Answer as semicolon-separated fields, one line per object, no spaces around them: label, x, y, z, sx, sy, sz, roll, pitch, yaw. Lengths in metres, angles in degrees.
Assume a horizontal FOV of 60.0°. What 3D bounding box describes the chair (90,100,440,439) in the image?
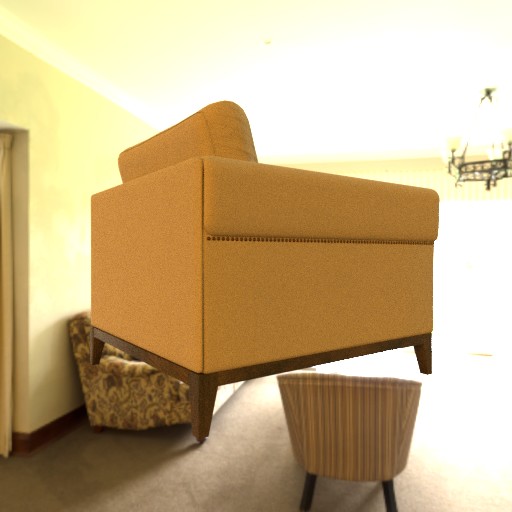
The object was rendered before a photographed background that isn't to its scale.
chair;0.000;0.000;1.649;0.959;0.838;0.914;0;0;-36
